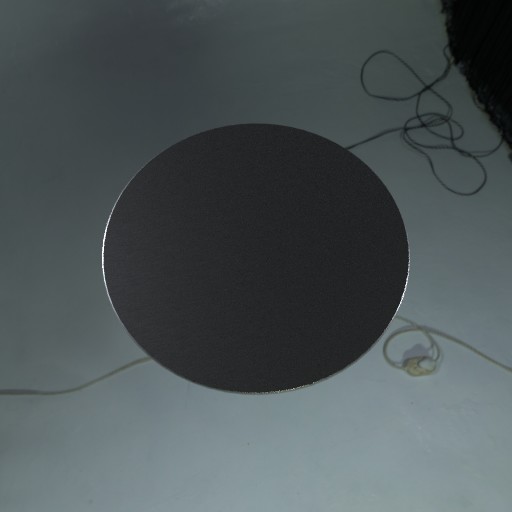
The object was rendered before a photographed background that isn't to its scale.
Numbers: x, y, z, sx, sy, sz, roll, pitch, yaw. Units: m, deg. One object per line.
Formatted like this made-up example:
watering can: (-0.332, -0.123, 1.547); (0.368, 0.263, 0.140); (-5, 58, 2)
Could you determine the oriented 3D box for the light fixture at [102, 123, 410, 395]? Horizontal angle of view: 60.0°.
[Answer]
light fixture: (0.000, 0.000, 0.579); (0.368, 0.100, 0.368); (0, 63, 0)
